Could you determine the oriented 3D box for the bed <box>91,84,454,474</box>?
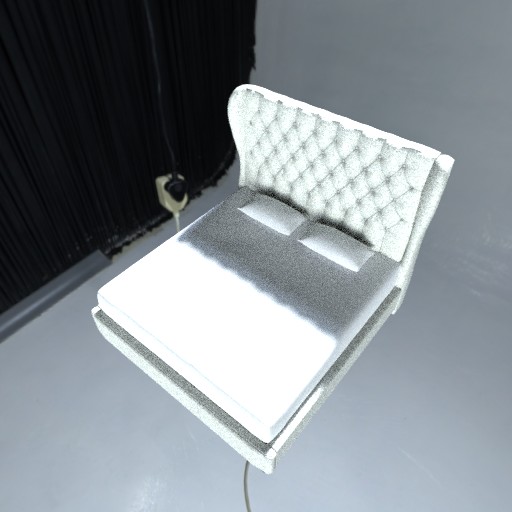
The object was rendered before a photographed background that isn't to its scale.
[{"bbox_3d":[0.000,0.000,3.919,2.219,1.771,2.347,30,52,27],"label":"bed"}]
